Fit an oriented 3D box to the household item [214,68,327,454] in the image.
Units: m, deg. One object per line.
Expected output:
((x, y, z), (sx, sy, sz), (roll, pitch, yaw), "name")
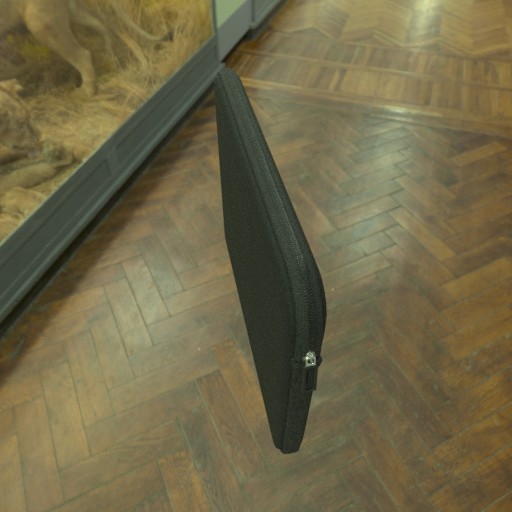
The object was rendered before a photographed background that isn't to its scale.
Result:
((0.000, 0.000, 0.520), (0.030, 0.305, 0.396), (-9, 48, -8), "household item")
